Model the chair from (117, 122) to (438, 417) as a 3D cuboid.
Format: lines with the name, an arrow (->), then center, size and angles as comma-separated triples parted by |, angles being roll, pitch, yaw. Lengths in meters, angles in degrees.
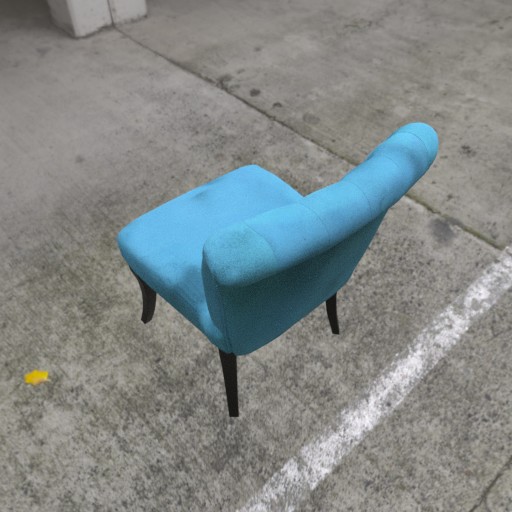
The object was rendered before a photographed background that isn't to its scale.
chair -> 0.000, 0.000, 1.167 | 0.582, 0.750, 0.605 | -32, 54, -27
